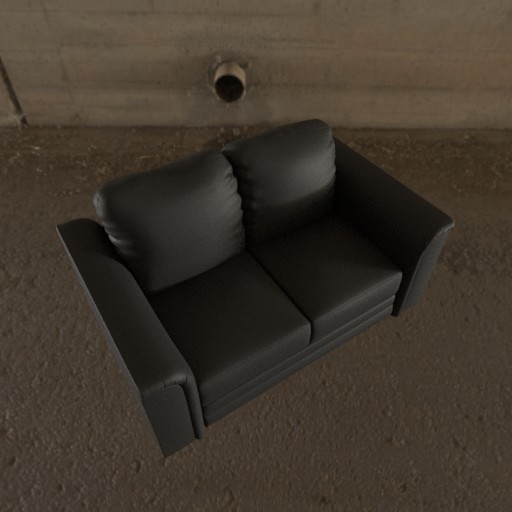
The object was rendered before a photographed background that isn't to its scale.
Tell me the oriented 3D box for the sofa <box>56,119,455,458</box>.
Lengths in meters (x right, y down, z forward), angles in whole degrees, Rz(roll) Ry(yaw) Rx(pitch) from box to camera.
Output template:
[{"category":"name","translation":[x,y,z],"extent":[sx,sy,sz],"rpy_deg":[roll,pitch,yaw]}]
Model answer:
[{"category":"sofa","translation":[0.000,0.000,1.944],"extent":[1.386,0.845,0.887],"rpy_deg":[-25,51,-22]}]
